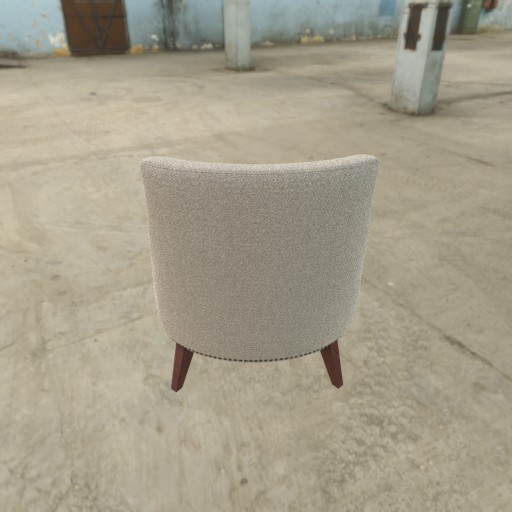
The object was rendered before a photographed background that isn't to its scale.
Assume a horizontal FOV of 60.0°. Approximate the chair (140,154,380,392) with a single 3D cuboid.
[{"bbox_3d":[0.000,0.000,1.534,0.701,0.909,0.861,-1,29,-1],"label":"chair"}]
